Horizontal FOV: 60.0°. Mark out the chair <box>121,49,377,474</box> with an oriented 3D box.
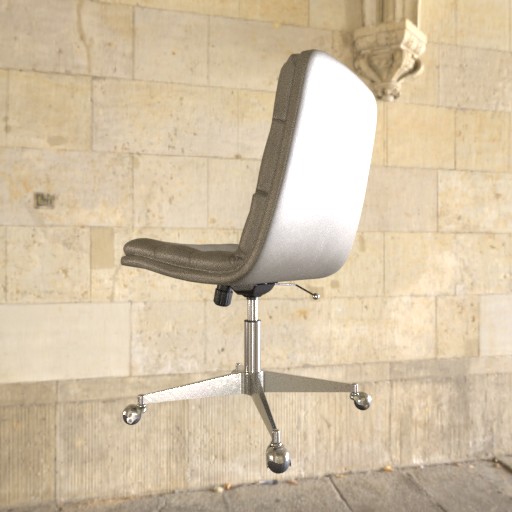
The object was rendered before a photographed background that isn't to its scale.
[{"bbox_3d":[0.000,0.000,1.013,0.485,0.738,0.422,0,0,34],"label":"chair"}]
